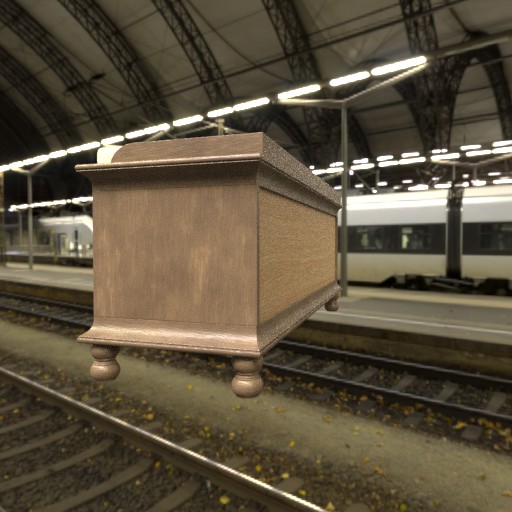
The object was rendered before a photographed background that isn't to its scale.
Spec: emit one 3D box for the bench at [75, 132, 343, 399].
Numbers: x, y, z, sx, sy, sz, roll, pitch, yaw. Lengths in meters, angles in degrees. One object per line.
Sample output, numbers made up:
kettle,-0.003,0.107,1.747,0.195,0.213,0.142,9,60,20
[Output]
bench,0.000,0.000,1.423,0.402,0.501,1.185,1,2,18
